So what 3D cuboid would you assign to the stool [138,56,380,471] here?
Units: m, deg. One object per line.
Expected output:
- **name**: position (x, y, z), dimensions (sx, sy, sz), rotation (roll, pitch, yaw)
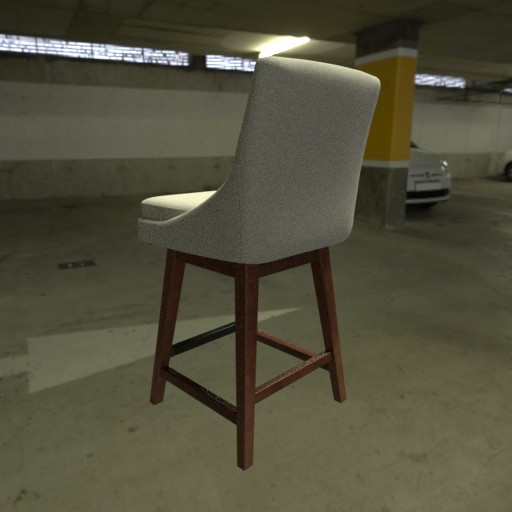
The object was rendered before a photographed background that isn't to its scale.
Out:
- **stool**: position (0.000, 0.000, 1.310), dimensions (0.559, 0.991, 0.469), rotation (14, 20, 43)
